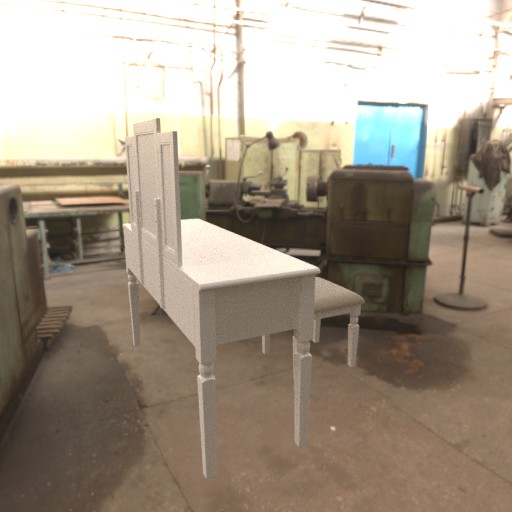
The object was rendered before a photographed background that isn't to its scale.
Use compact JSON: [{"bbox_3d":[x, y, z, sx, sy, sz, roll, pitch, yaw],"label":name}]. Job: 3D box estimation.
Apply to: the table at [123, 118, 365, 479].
[{"bbox_3d":[0.000,0.000,2.295,1.115,1.310,1.369,-7,15,-26],"label":"table"}]
